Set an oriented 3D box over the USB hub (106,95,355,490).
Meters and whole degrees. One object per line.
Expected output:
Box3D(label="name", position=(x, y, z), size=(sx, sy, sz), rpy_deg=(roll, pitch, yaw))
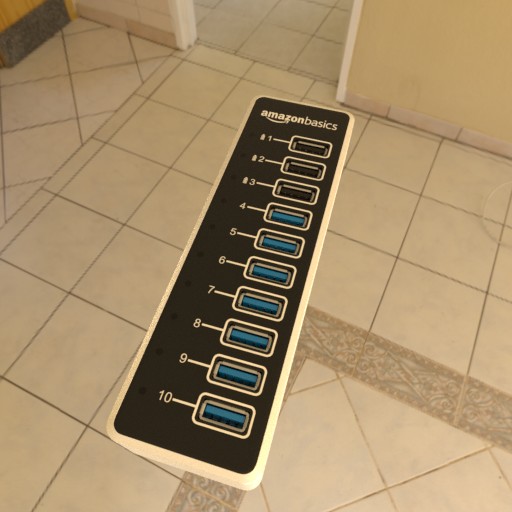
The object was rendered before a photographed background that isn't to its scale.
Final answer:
Box3D(label="USB hub", position=(0.000, 0.000, 0.161), size=(0.044, 0.023, 0.145), rpy_deg=(14, 60, 9))
